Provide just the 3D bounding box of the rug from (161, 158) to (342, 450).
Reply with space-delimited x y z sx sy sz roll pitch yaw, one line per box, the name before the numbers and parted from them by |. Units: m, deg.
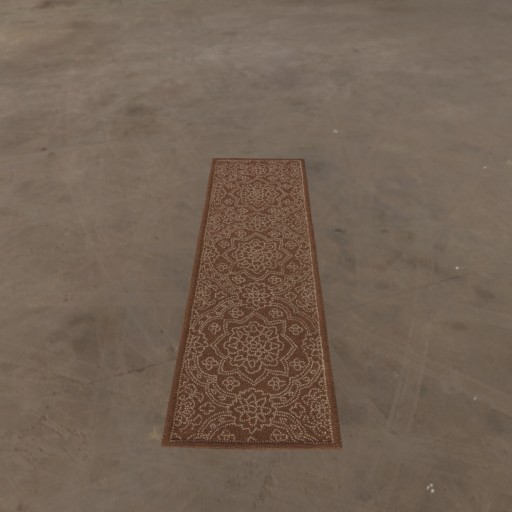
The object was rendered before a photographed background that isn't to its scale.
rug | 0.000 0.000 2.774 0.769 0.012 2.448 1 41 1
